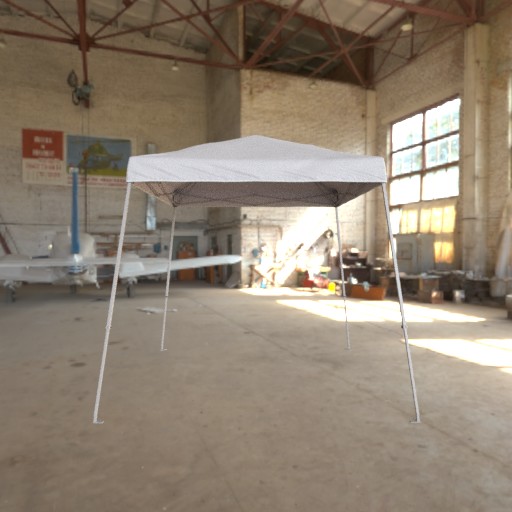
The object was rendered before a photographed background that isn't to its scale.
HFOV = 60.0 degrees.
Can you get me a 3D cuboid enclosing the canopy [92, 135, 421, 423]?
[{"bbox_3d":[0.000,0.000,5.241,2.849,2.849,2.848,0,1,0],"label":"canopy"}]
